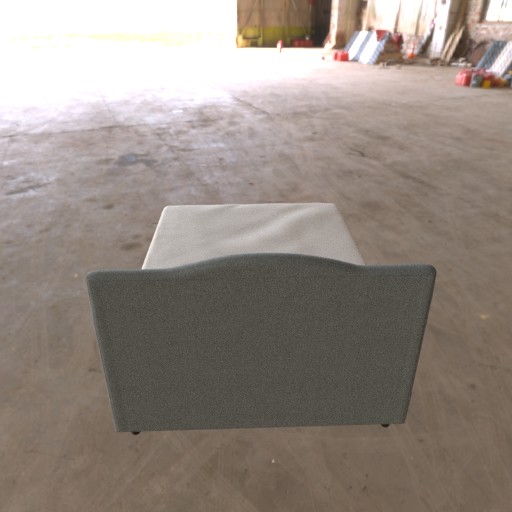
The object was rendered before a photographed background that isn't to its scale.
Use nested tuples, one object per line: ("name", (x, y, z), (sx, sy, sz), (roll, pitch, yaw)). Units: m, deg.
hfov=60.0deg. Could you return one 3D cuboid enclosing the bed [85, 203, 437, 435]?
("bed", (0.000, 0.000, 4.025), (2.161, 1.457, 2.689), (-1, 29, -2))
